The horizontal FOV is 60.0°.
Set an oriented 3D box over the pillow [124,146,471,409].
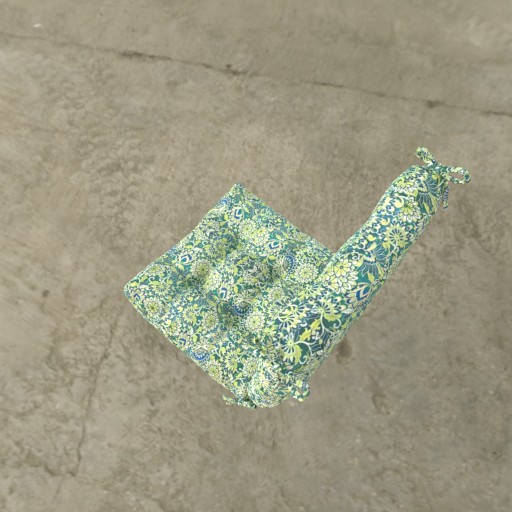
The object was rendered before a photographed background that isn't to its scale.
[{"bbox_3d":[0.000,0.000,1.006,0.571,0.605,0.519,37,68,18],"label":"pillow"}]
